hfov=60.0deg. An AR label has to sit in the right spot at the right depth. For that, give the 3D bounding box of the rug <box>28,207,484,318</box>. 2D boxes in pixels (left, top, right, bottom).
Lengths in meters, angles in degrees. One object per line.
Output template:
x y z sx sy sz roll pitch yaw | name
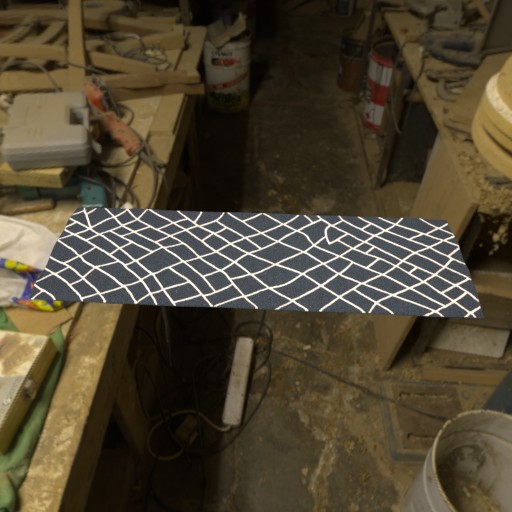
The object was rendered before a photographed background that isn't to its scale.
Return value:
0.000 0.000 2.652 2.476 0.010 0.807 2 45 2 | rug
